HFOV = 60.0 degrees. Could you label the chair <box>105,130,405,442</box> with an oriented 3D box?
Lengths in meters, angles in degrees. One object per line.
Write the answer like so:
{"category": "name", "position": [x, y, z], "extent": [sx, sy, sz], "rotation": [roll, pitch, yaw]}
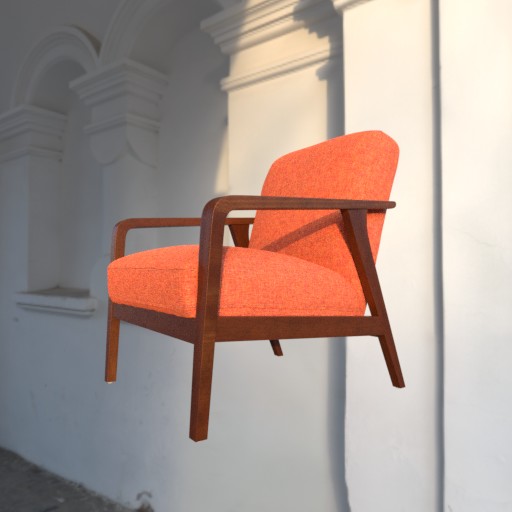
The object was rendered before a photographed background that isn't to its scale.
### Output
{"category": "chair", "position": [0.000, 0.000, 1.543], "extent": [0.860, 0.890, 0.719], "rotation": [1, -1, -36]}
